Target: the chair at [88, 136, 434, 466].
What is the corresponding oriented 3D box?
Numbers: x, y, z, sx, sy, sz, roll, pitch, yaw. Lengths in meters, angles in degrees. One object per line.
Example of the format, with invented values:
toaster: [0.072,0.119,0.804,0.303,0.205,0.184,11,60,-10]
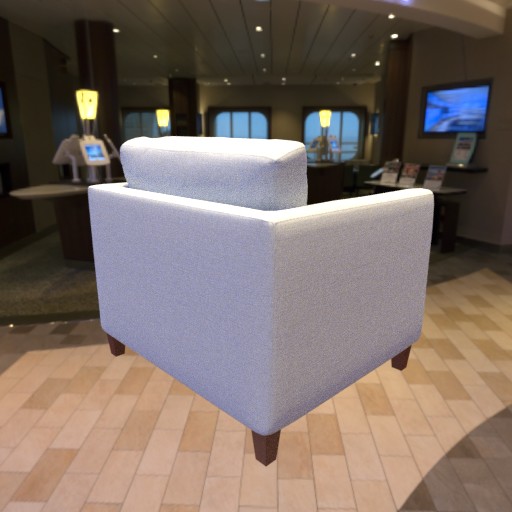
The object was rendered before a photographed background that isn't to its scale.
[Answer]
chair: [0.000,0.000,1.844,0.953,0.961,1.107,-14,21,-42]
